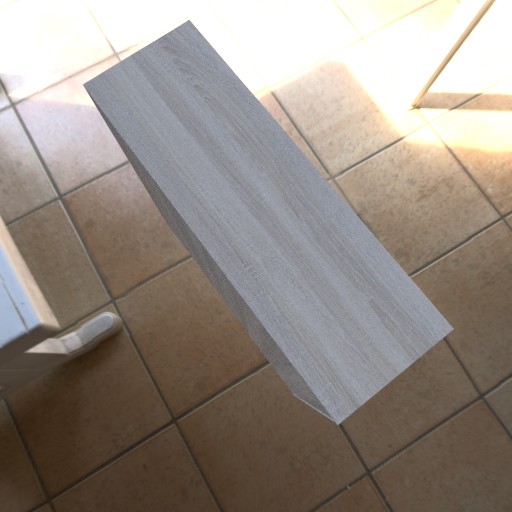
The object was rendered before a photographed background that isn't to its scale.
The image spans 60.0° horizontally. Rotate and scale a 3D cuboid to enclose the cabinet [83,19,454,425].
[{"bbox_3d":[0.000,0.000,2.926,0.620,2.060,1.870,-36,78,-9],"label":"cabinet"}]
